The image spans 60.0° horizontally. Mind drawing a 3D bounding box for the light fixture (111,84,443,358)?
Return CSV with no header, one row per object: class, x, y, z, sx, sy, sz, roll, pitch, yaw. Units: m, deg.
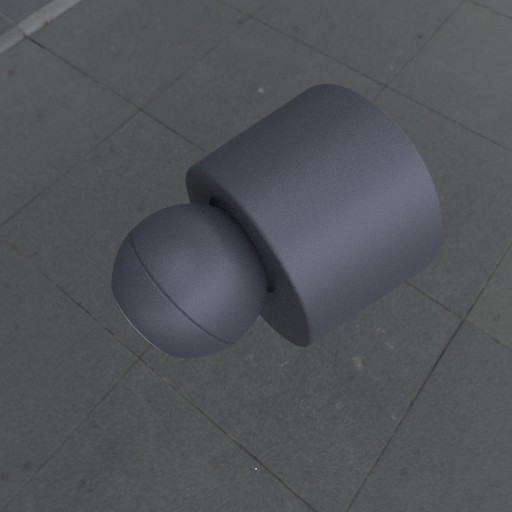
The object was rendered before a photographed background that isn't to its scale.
light fixture,0.000,0.000,0.267,0.160,0.143,0.134,-34,69,-15
